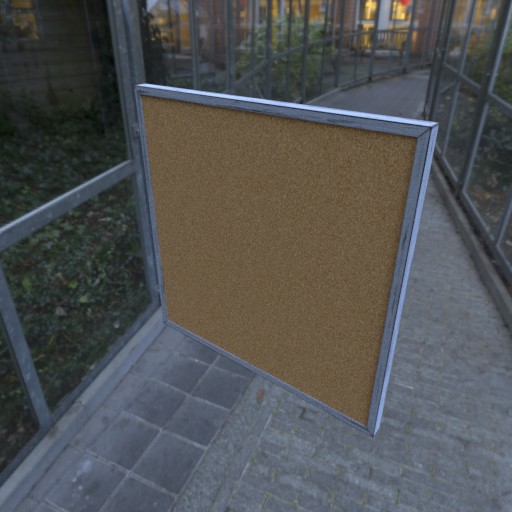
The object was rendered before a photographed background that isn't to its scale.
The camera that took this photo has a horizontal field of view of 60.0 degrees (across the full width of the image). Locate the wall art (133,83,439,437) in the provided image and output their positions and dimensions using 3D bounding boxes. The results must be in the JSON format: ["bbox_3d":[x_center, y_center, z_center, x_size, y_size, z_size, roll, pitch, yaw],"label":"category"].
[{"bbox_3d":[0.000,0.000,1.132,0.761,0.761,0.037,20,35,32],"label":"wall art"}]
